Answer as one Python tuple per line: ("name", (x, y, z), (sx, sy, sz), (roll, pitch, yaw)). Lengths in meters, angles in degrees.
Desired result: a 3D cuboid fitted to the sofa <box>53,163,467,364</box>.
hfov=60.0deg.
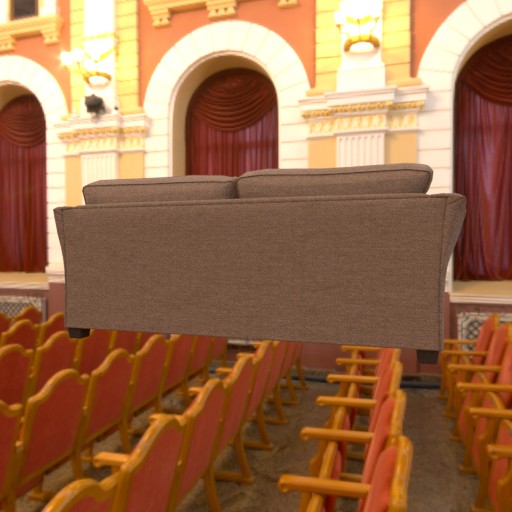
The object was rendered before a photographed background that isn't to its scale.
("sofa", (0.000, 0.000, 2.749), (2.270, 0.965, 0.980), (0, 1, 17))
